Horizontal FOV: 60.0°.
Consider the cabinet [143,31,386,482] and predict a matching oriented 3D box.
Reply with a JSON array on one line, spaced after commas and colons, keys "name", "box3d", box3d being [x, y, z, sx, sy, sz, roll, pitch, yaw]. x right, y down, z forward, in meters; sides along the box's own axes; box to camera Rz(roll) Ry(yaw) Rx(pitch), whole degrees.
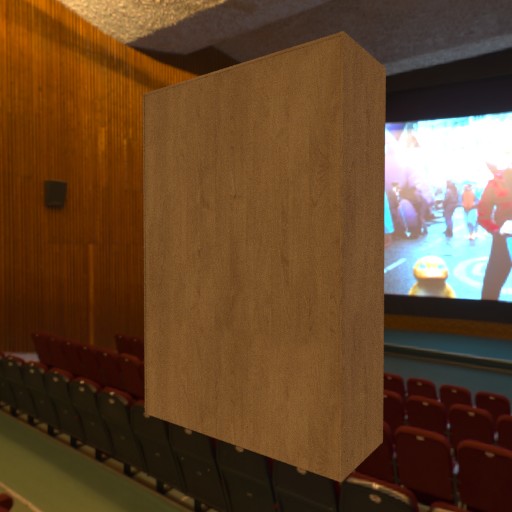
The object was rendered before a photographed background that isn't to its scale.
[{"name": "cabinet", "box3d": [0.000, 0.000, 2.464, 1.290, 1.910, 0.510, 1, 2, 37]}]
